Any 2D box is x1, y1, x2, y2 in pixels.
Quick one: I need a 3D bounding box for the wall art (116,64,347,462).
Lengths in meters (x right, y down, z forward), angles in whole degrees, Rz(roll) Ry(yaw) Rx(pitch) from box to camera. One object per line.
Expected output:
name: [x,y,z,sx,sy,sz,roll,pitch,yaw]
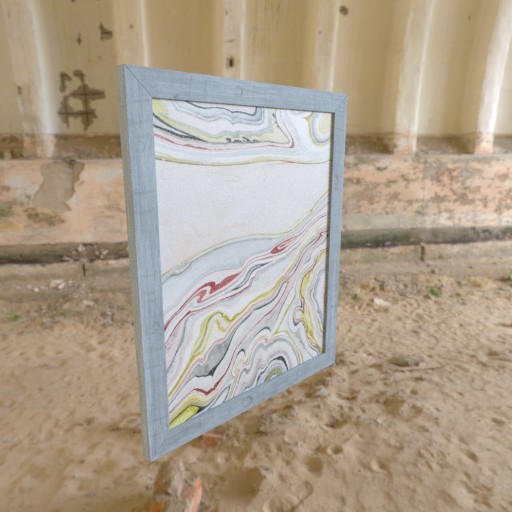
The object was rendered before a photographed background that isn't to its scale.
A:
wall art: [0.000,0.000,0.793,0.479,0.582,0.022,-13,19,-42]
